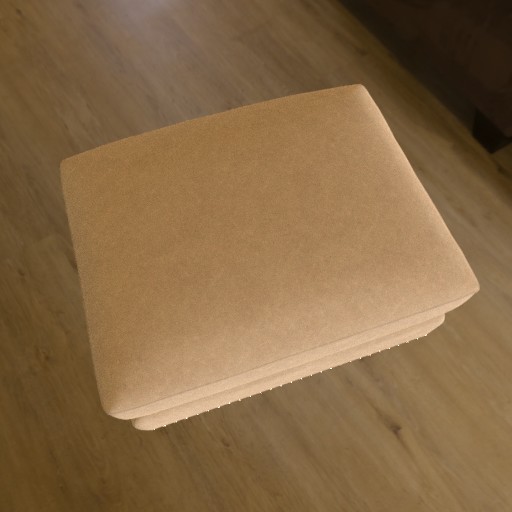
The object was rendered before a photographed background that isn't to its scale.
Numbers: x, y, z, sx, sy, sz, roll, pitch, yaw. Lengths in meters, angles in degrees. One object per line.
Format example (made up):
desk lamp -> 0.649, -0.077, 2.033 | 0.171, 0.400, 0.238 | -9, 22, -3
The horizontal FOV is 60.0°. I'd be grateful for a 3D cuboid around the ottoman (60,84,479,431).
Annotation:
ottoman -> 0.000, 0.000, 1.072 | 0.741, 0.513, 0.584 | -17, 66, -8
